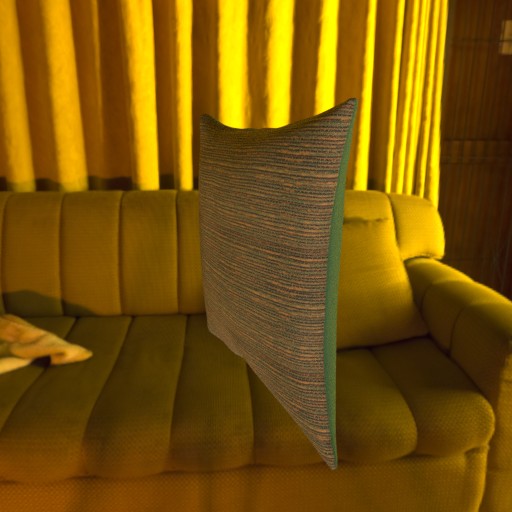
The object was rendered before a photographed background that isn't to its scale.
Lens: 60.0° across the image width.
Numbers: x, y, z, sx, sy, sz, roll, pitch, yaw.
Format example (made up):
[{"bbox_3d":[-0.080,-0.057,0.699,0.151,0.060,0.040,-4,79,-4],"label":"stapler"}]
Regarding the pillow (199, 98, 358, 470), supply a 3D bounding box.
[{"bbox_3d":[0.000,0.000,0.778,0.150,0.497,0.514,-7,16,-25],"label":"pillow"}]
